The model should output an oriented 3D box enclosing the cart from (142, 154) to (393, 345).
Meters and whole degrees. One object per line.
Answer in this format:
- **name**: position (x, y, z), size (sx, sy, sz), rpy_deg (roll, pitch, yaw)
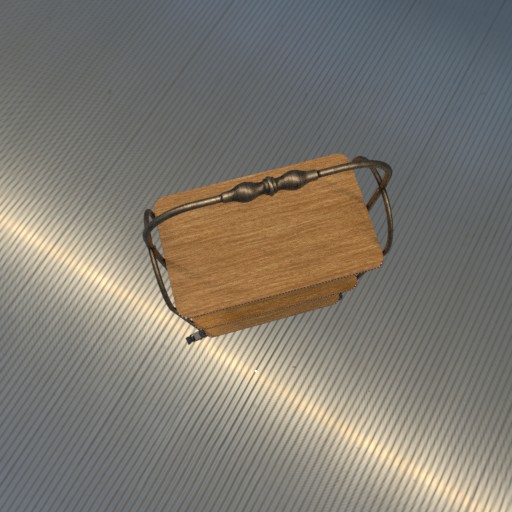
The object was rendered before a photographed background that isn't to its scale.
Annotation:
- **cart**: position (0.000, 0.000, 1.338), size (0.650, 1.052, 0.330), rpy_deg (-15, 76, -4)
